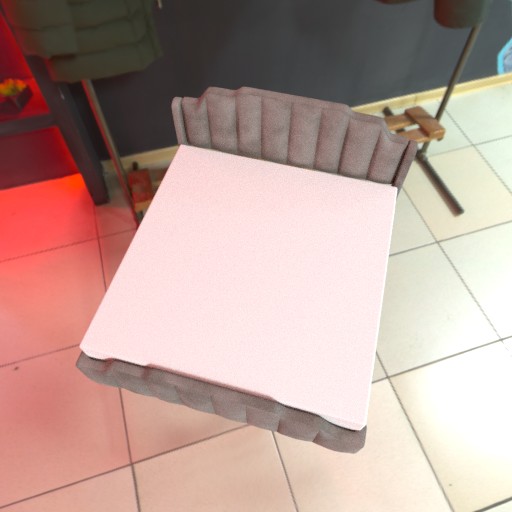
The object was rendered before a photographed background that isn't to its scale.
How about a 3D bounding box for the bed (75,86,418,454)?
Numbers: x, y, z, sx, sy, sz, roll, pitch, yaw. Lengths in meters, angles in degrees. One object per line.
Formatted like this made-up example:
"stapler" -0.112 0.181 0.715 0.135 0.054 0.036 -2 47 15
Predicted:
"bed" 0.000 0.000 3.450 2.074 1.245 2.340 13 59 8
